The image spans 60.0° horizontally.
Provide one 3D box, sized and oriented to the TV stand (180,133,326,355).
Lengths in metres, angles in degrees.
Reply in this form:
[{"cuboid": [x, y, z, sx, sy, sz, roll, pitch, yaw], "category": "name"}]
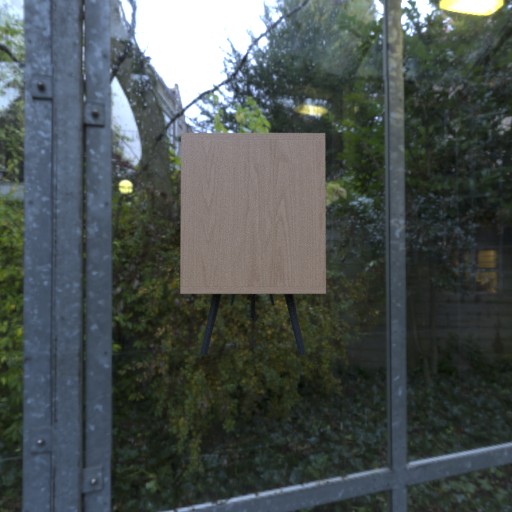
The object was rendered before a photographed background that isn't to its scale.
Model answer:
[{"cuboid": [0.000, 0.000, 2.010, 0.400, 0.580, 1.760, 0, -2, -1], "category": "TV stand"}]
